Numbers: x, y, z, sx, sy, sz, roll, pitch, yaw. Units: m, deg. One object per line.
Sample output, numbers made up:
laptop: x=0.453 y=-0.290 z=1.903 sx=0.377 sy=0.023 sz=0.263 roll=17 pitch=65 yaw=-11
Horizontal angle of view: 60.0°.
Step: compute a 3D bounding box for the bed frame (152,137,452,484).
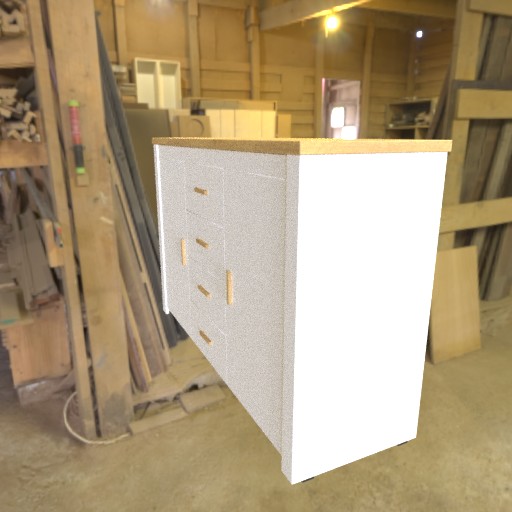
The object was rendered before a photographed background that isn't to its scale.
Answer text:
bed frame: x=0.000 y=0.000 z=1.659 sx=0.430 sy=0.850 sz=1.300 roll=-7 pitch=17 yaw=-25
